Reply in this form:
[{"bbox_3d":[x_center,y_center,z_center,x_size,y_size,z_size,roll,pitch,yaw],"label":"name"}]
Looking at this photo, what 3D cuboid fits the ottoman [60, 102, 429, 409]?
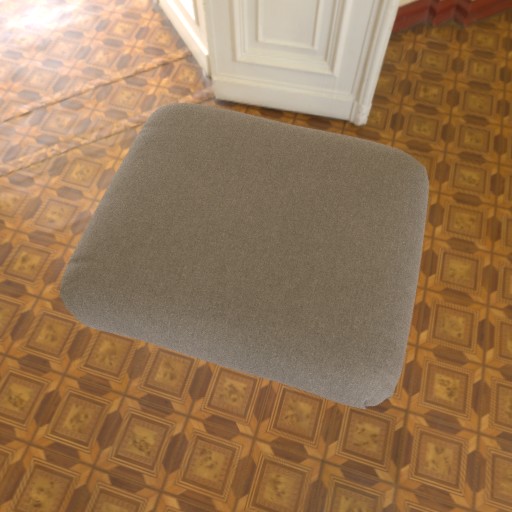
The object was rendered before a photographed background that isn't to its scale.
[{"bbox_3d":[0.000,0.000,1.133,0.747,0.450,0.622,15,64,8],"label":"ottoman"}]
